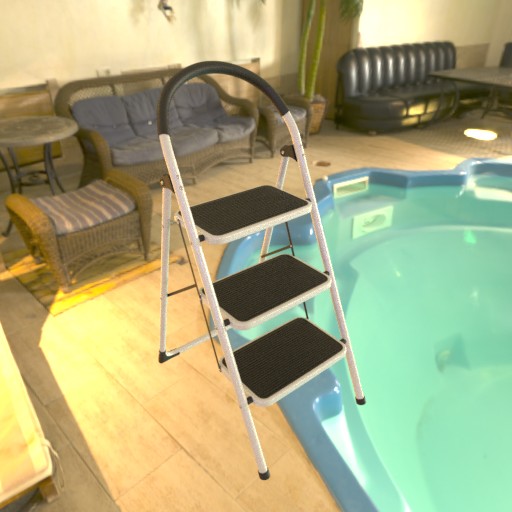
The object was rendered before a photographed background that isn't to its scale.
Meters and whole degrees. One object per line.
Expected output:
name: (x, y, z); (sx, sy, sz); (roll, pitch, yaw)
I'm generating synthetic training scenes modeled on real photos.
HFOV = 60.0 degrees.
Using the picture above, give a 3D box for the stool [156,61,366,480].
stool: (0.000, 0.000, 1.415); (0.485, 1.109, 0.676); (-22, 37, -33)
